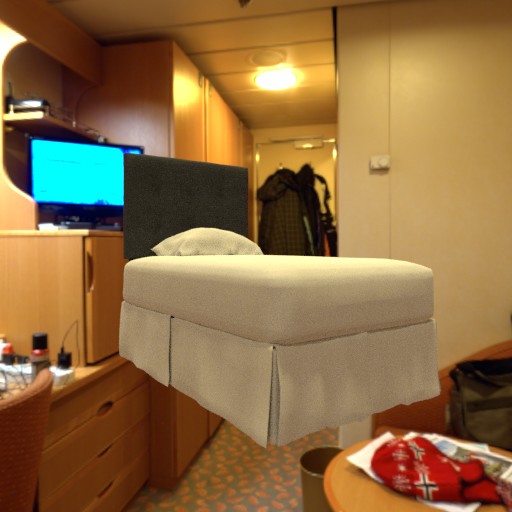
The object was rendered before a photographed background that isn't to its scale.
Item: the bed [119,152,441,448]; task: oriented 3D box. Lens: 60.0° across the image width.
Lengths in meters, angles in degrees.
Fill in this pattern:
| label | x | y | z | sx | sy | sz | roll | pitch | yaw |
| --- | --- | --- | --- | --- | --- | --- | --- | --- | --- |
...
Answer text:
| label | x | y | z | sx | sy | sz | roll | pitch | yaw |
| --- | --- | --- | --- | --- | --- | --- | --- | --- | --- |
| bed | 0.000 | 0.000 | 2.957 | 1.261 | 1.571 | 1.997 | -1 | 1 | -35 |
